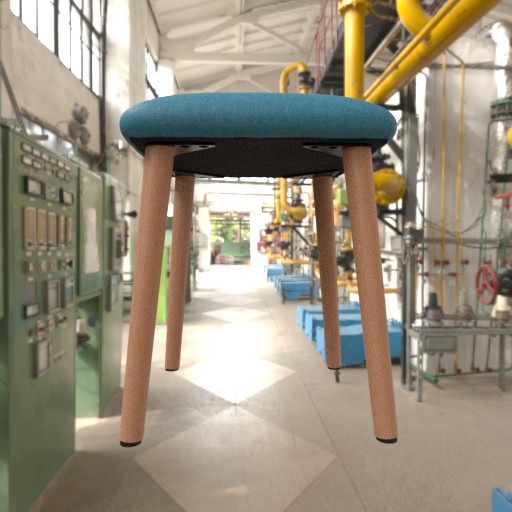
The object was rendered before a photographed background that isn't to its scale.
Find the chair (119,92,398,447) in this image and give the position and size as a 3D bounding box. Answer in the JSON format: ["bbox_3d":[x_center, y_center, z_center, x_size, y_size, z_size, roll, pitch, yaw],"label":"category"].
[{"bbox_3d":[0.000,0.000,0.701,0.360,0.450,0.360,0,2,-2],"label":"chair"}]
